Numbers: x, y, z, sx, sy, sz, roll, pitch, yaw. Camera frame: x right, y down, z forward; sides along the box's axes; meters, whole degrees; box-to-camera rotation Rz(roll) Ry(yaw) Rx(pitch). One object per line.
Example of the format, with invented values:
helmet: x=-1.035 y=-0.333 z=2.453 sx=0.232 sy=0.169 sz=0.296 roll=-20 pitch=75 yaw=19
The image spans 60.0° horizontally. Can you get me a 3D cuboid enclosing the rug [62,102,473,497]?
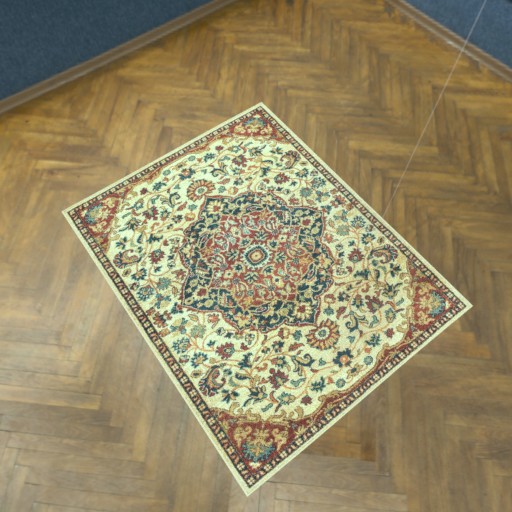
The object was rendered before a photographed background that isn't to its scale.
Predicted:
rug: x=0.000 y=0.000 z=4.105 sx=2.454 sy=0.005 sz=3.067 roll=-34 pitch=68 yaw=-16
